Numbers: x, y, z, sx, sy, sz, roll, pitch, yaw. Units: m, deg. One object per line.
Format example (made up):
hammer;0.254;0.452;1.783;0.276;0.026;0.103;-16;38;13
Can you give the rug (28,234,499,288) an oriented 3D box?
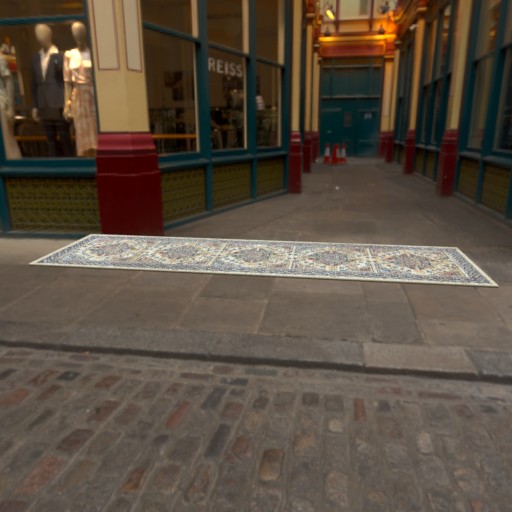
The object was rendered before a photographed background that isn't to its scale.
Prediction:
rug;0.000;0.000;2.458;2.297;0.013;0.661;2;17;8
